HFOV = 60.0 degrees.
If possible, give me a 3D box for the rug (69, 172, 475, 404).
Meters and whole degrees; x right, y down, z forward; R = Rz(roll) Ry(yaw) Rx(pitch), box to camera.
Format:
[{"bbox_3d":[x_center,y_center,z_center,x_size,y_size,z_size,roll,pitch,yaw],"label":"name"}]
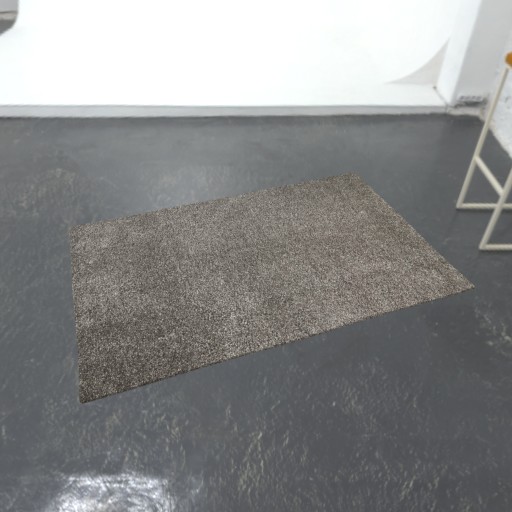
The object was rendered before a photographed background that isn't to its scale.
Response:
[{"bbox_3d":[0.000,0.000,2.985,2.352,0.025,1.501,-13,42,-15],"label":"rug"}]
